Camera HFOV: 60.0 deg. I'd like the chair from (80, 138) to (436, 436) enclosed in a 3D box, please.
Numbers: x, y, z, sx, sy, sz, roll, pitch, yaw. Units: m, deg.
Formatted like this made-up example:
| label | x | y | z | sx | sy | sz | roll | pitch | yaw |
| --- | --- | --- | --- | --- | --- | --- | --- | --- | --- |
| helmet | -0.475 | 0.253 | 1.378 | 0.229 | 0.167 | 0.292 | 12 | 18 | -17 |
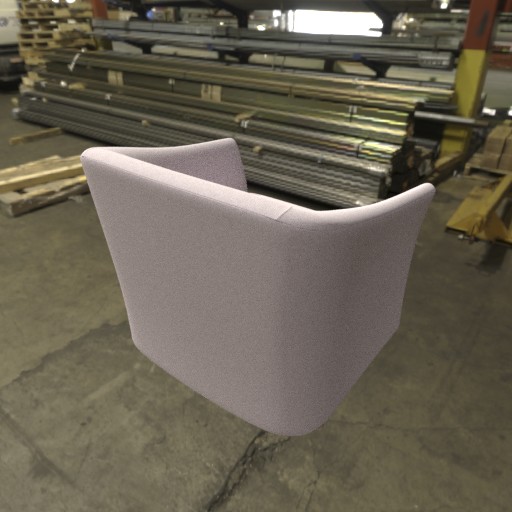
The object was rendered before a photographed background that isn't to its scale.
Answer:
| label | x | y | z | sx | sy | sz | roll | pitch | yaw |
| --- | --- | --- | --- | --- | --- | --- | --- | --- | --- |
| chair | 0.000 | 0.000 | 1.351 | 0.790 | 0.720 | 0.700 | 21 | 37 | 31 |
